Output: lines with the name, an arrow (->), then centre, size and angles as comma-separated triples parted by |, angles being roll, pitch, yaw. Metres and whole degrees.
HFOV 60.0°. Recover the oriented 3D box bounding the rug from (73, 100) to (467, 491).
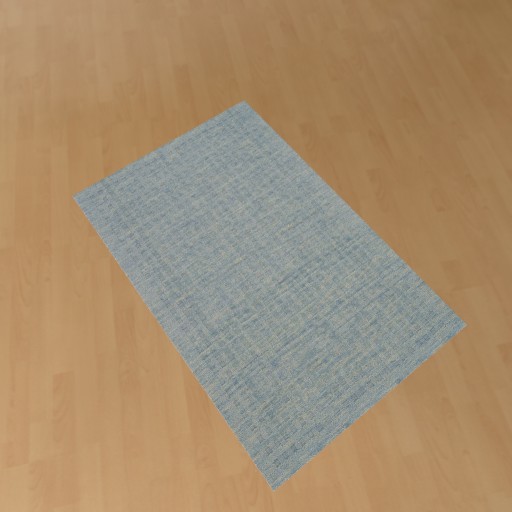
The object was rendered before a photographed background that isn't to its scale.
rug -> 0.000, 0.000, 2.222 | 1.142, 0.006, 1.752 | -34, 69, -15
